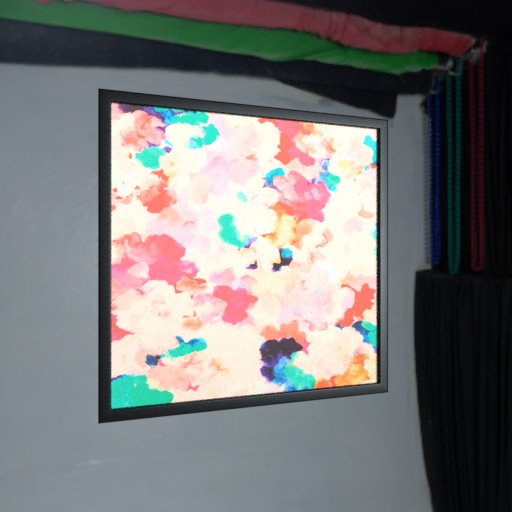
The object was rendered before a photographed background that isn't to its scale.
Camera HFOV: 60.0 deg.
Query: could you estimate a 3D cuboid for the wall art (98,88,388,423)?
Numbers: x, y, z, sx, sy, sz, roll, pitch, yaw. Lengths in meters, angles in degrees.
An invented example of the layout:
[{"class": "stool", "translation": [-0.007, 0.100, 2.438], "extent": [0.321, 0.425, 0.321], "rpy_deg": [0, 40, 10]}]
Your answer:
[{"class": "wall art", "translation": [0.000, 0.000, 1.129], "extent": [0.756, 0.755, 0.036], "rpy_deg": [0, 0, -18]}]
